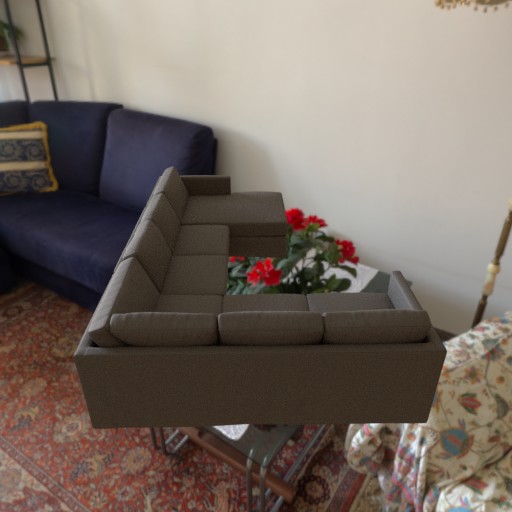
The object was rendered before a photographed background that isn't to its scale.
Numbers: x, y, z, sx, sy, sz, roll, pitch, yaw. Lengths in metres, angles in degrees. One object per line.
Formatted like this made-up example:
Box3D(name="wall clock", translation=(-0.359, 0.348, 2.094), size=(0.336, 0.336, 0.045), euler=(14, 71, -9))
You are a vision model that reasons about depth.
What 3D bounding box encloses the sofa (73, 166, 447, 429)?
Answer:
Box3D(name="sofa", translation=(0.000, 0.000, 4.464), size=(2.427, 0.882, 3.460), euler=(-1, 30, -1))
